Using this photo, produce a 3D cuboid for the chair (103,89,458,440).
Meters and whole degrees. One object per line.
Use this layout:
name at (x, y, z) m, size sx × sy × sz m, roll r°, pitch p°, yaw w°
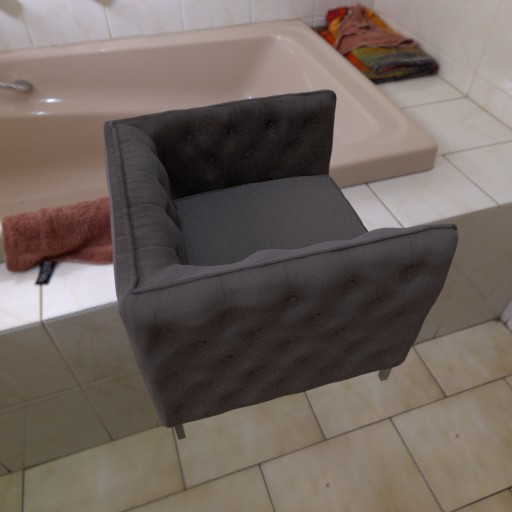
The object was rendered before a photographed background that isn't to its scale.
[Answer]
chair at (0.000, 0.000, 1.634) m, size 0.913 × 0.807 × 0.946 m, roll -12°, pitch 47°, yaw -11°
